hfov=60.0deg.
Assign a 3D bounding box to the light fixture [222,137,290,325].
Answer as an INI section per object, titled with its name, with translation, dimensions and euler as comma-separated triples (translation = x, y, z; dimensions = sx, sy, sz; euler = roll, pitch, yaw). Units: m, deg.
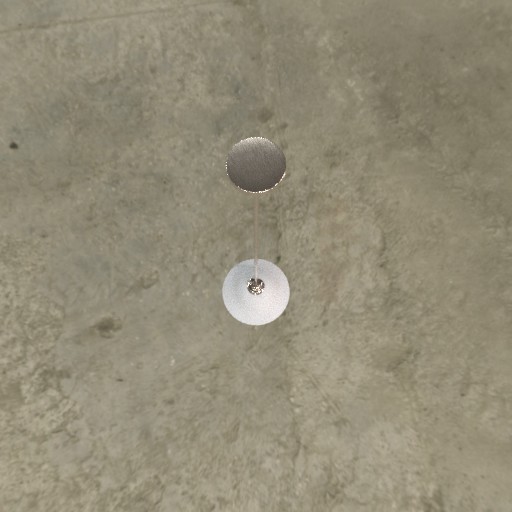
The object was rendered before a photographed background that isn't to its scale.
[light fixture]
translation = 0.000, 0.000, 1.481
dimensions = 0.324, 1.354, 0.324
euler = 21, 76, 5
